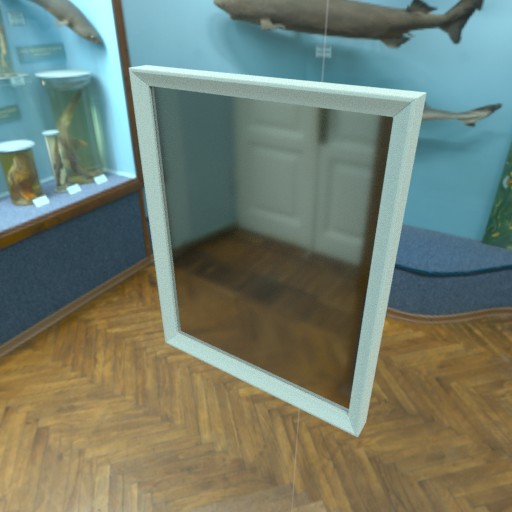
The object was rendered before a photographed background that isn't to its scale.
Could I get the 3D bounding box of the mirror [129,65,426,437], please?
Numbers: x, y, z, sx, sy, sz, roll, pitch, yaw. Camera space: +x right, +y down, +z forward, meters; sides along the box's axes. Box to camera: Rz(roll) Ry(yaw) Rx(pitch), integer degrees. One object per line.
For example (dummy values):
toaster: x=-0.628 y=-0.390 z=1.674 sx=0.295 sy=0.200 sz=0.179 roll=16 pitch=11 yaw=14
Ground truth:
mirror: x=0.000 y=0.000 z=0.675 sx=0.406 sy=0.509 sz=0.041 roll=18 pitch=35 yaw=28
